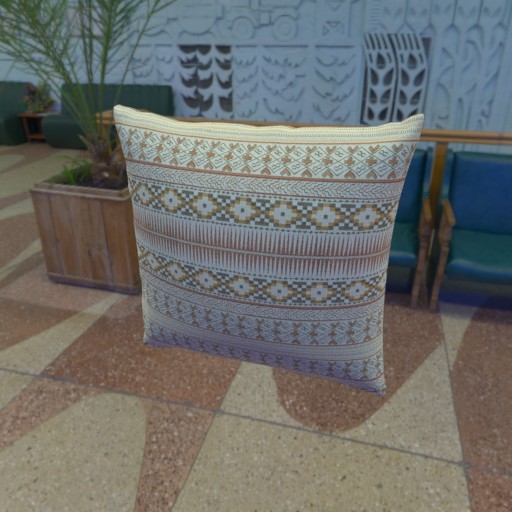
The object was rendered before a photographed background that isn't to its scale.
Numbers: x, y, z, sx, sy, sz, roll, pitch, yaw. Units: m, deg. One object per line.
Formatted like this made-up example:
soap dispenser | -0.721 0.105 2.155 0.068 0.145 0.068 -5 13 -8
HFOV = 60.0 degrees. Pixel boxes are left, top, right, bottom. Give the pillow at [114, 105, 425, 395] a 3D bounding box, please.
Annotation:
pillow | 0.000 0.000 0.808 0.521 0.519 0.215 8 27 16
